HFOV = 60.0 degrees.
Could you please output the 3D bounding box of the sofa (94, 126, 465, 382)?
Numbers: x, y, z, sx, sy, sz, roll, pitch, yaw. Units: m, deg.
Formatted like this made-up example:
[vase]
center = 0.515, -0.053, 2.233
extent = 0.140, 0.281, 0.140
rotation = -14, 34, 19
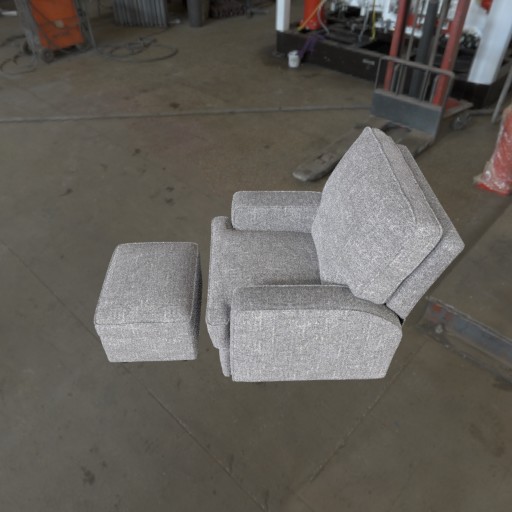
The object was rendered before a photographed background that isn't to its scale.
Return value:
[sofa]
center = 0.000, 0.000, 2.071
extent = 1.472, 0.959, 0.861
rotation = -1, 42, -2
